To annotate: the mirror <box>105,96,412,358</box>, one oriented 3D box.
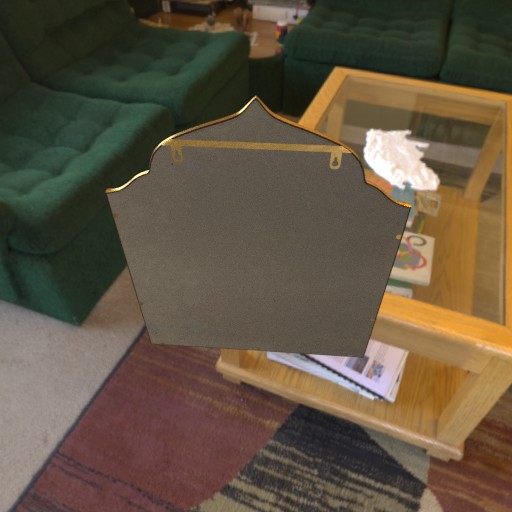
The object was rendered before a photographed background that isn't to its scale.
[{"bbox_3d":[0.000,0.000,0.841,0.513,0.635,0.018,3,46,3],"label":"mirror"}]
